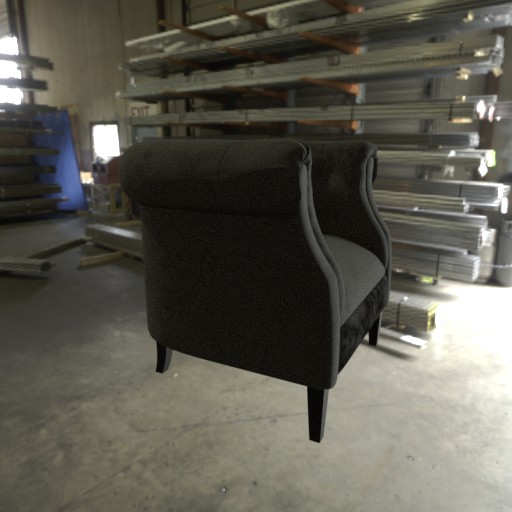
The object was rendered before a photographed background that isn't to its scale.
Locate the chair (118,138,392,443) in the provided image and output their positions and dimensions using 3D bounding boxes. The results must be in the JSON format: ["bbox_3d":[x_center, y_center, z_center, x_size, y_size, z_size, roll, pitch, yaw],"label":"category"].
[{"bbox_3d":[0.000,0.000,1.618,0.851,0.826,0.904,7,16,27],"label":"chair"}]
